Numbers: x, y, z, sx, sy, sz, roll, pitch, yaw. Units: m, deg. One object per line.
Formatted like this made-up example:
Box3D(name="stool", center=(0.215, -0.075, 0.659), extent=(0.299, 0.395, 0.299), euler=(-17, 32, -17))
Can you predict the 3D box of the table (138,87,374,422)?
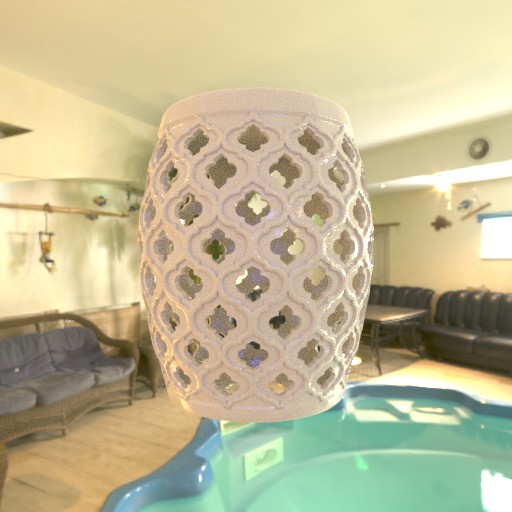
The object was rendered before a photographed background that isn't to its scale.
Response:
Box3D(name="table", center=(0.000, 0.000, 0.632), extent=(0.325, 0.388, 0.325), euler=(0, 0, 0))
